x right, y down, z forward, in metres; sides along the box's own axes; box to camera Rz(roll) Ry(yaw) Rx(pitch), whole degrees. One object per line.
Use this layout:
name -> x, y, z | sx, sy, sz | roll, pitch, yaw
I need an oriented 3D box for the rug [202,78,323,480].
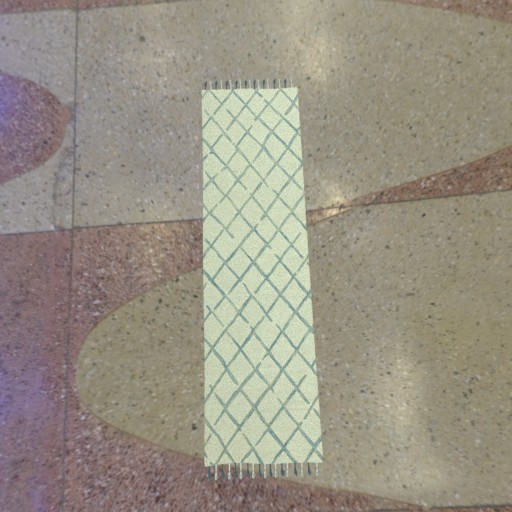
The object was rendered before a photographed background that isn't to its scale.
rug -> 0.000, 0.000, 2.585 | 0.620, 0.008, 2.372 | -2, 76, -1
